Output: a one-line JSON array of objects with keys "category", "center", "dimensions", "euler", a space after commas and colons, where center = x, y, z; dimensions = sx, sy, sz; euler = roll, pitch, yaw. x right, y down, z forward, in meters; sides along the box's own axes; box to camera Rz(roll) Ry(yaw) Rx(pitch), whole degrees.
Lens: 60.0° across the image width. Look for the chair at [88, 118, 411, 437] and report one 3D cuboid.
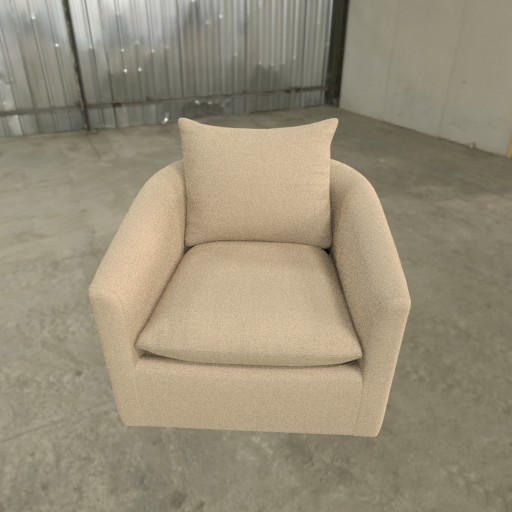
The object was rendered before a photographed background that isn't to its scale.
[{"category": "chair", "center": [0.000, 0.000, 1.579], "dimensions": [0.845, 0.848, 0.910], "euler": [2, 30, 3]}]
